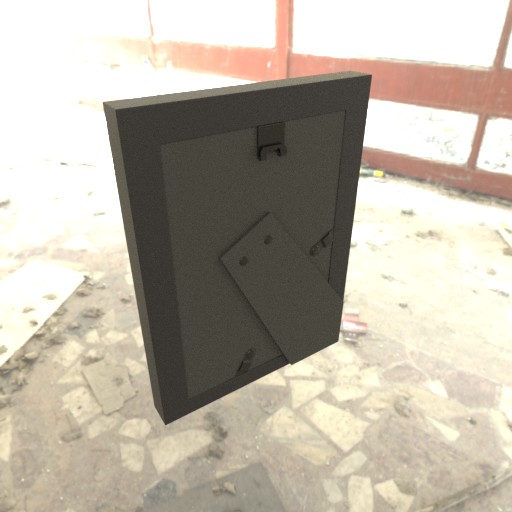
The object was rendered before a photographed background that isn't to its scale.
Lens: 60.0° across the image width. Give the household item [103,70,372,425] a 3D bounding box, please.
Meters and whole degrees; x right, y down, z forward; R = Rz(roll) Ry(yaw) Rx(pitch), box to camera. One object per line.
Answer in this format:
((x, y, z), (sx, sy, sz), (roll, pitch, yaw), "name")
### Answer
((0.000, 0.000, 0.245), (0.133, 0.178, 0.022), (-19, 36, -28), "household item")
